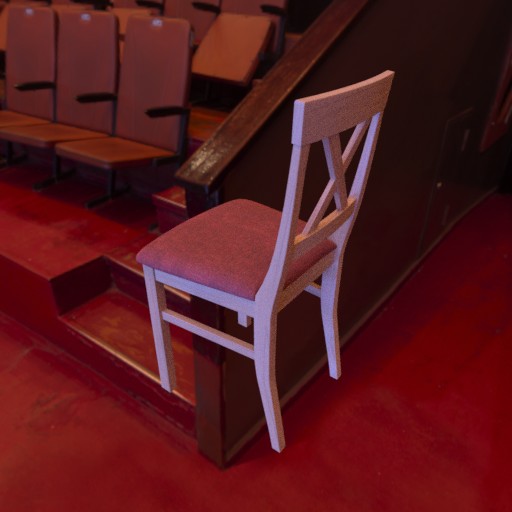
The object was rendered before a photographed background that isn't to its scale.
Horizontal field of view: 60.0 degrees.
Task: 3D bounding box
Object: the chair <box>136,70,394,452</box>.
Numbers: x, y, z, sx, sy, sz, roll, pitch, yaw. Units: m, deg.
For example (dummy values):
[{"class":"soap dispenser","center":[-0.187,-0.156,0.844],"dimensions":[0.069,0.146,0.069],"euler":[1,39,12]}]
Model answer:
[{"class":"chair","center":[0.000,0.000,1.175],"dimensions":[0.492,0.912,0.439],"euler":[21,37,31]}]
